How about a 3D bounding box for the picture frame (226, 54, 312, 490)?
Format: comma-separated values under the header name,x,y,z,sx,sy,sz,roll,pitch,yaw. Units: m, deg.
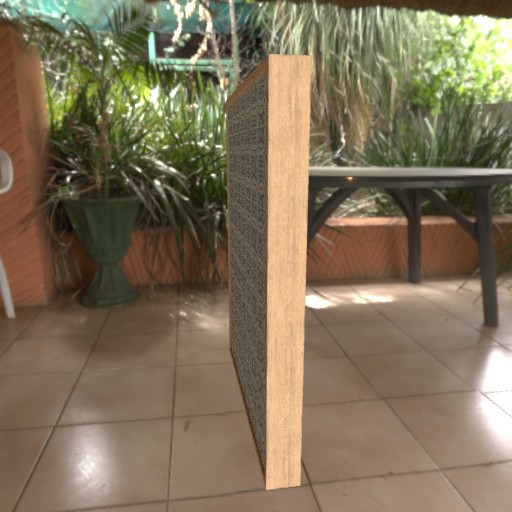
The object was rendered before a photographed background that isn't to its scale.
name,x,y,z,sx,sy,sz,roll,pitch,yaw
picture frame,0.000,0.000,0.722,0.046,0.526,0.421,-2,13,-10
